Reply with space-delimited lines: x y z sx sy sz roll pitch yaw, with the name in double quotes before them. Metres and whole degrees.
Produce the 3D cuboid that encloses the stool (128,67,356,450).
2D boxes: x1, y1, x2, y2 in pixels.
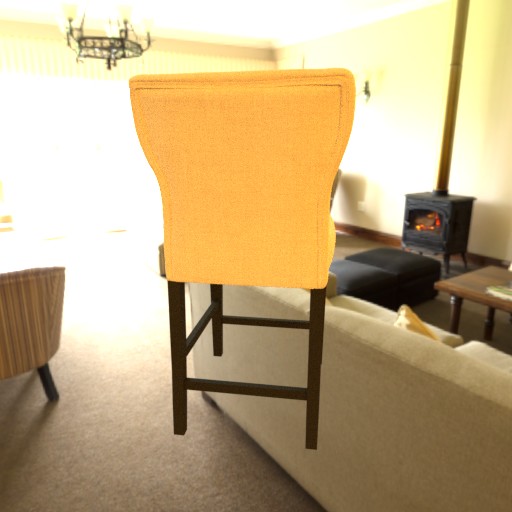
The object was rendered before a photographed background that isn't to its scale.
"stool" 0.000 0.000 1.332 0.514 0.972 0.603 2 15 9
